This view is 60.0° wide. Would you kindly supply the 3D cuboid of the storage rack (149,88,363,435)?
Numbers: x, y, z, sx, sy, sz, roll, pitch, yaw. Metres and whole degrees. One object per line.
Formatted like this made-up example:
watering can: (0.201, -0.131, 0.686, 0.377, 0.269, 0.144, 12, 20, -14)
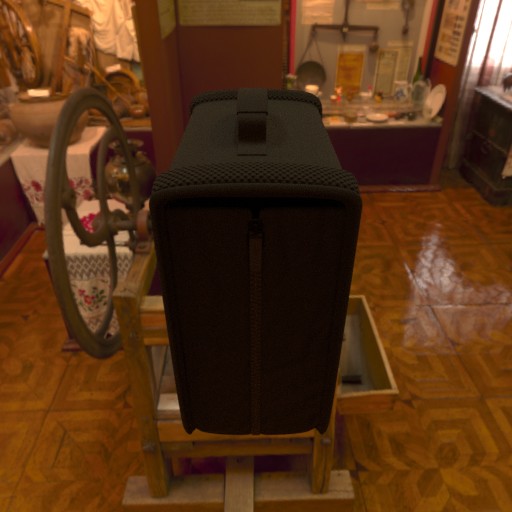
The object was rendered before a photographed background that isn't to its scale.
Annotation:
storage rack: (0.000, 0.000, 0.539, 0.168, 0.387, 0.297, 0, 34, 0)
